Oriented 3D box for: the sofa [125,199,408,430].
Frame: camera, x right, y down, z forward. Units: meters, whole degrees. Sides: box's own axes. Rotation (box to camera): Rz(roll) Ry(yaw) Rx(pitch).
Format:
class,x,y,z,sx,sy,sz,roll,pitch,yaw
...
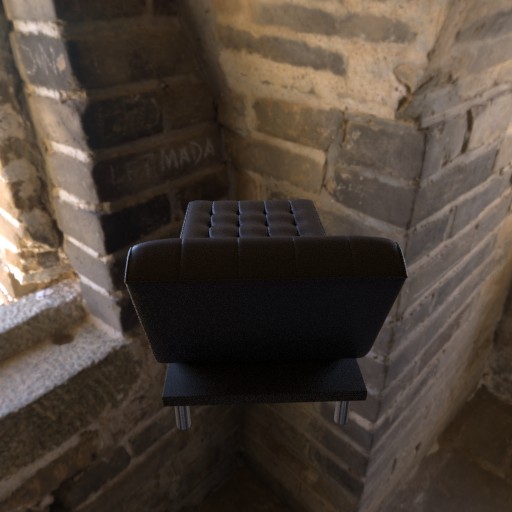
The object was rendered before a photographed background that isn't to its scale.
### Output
class,x,y,z,sx,sy,sz,roll,pitch,yaw
sofa,0.000,0.000,1.993,0.760,0.820,1.560,-1,28,-2
